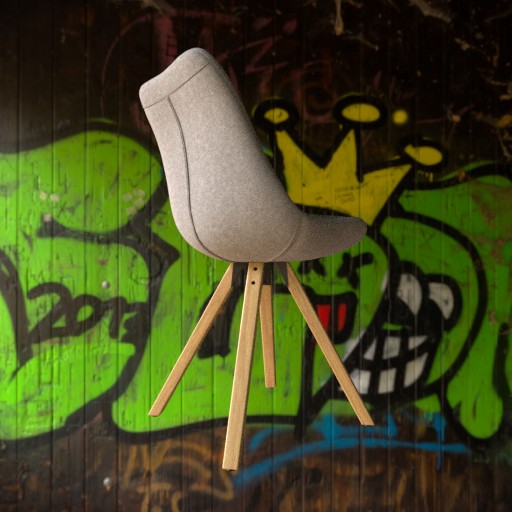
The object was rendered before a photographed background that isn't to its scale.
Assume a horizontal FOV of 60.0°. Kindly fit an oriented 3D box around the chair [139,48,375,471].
[{"bbox_3d":[0.000,0.000,1.173,0.550,0.865,0.483,0,0,-37],"label":"chair"}]
